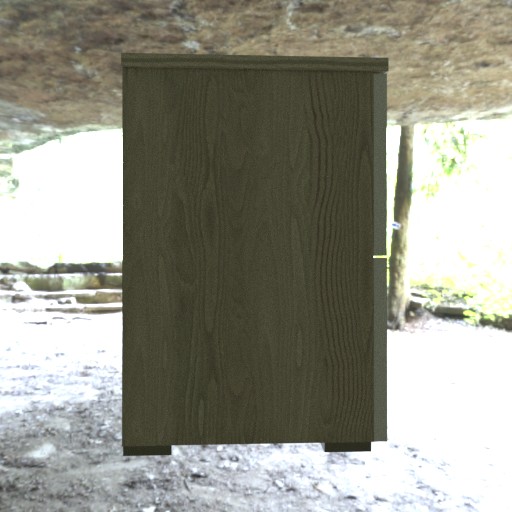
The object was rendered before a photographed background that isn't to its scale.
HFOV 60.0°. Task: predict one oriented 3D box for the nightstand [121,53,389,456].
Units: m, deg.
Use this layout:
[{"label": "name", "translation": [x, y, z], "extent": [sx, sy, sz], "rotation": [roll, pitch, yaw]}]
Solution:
[{"label": "nightstand", "translation": [0.000, 0.000, 0.731], "extent": [0.325, 0.461, 0.442], "rotation": [0, 0, -2]}]
